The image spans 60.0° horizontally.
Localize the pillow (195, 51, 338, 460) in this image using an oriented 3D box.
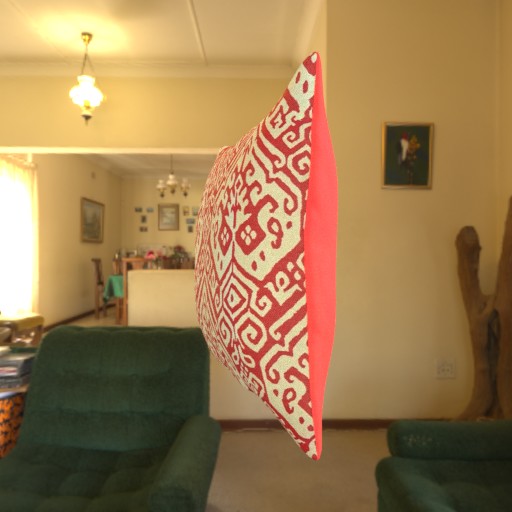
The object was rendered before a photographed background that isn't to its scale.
[{"bbox_3d":[0.000,0.000,0.794,0.192,0.507,0.522,0,1,-17],"label":"pillow"}]
